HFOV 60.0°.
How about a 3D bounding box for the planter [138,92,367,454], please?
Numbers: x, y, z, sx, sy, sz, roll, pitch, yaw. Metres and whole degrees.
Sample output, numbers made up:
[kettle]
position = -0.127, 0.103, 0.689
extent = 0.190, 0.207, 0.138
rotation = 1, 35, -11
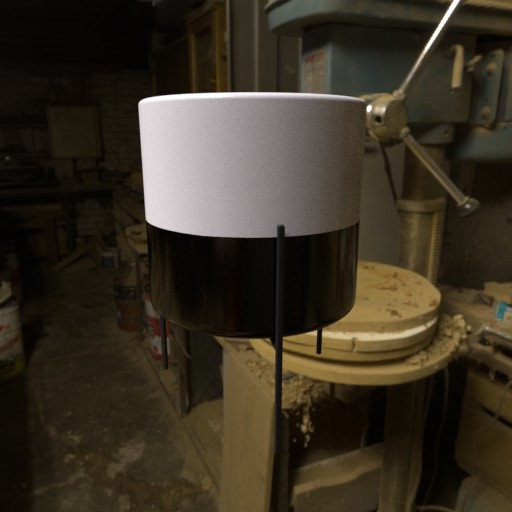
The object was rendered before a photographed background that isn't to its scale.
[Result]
[planter]
position = 0.000, 0.000, 0.655
extent = 0.310, 0.432, 0.310
rotation = -8, 17, -25
